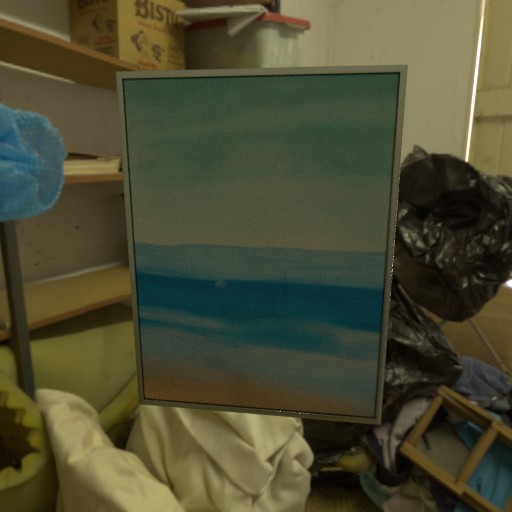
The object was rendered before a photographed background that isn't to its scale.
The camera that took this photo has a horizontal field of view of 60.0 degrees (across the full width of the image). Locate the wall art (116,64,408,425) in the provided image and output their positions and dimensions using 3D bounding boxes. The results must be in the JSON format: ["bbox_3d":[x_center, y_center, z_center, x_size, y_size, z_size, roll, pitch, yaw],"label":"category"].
[{"bbox_3d":[0.000,0.000,1.352,0.803,1.062,0.041,2,14,8],"label":"wall art"}]
